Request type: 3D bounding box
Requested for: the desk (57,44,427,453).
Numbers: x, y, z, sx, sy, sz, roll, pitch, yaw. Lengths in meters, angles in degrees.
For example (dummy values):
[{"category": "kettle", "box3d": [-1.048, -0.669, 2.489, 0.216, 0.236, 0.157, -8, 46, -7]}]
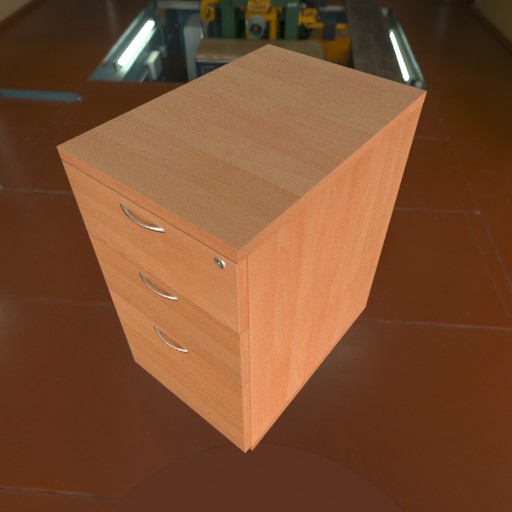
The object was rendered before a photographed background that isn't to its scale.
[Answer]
[{"category": "desk", "box3d": [0.000, 0.000, 1.079, 0.404, 0.730, 0.600, 30, 52, 26]}]
